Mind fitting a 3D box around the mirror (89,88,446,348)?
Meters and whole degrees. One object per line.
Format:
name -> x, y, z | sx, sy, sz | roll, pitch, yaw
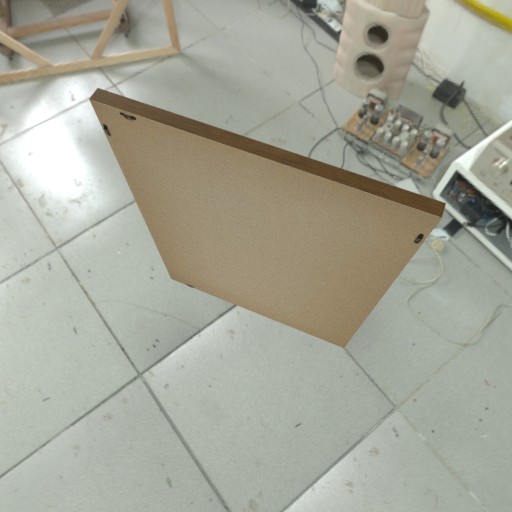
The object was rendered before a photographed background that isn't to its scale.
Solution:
mirror -> 0.000, 0.000, 1.351 | 0.762, 1.016, 0.040 | 21, 67, 9
